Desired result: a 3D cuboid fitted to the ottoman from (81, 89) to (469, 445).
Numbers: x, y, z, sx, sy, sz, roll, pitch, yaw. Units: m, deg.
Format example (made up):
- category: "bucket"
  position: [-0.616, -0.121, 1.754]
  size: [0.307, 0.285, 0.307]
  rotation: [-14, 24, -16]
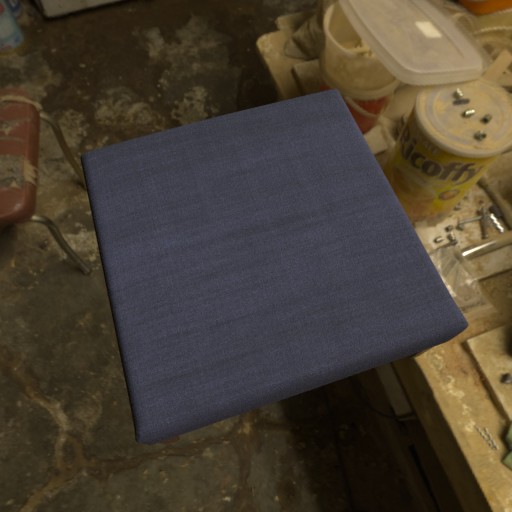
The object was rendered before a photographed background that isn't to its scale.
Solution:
- category: "ottoman"
  position: [0.000, 0.000, 1.416]
  size: [0.890, 0.411, 0.889]
  rotation: [-17, 66, -8]
